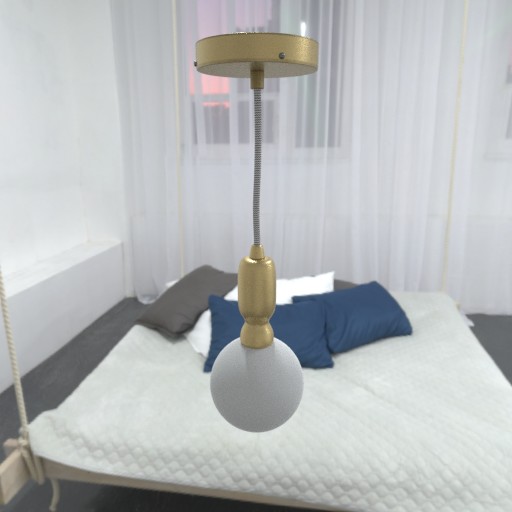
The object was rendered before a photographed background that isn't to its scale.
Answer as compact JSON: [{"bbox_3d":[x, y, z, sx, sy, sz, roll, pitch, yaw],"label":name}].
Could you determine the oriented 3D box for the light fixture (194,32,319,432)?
[{"bbox_3d":[0.000,0.000,0.586,0.146,0.510,0.147,-3,16,-10],"label":"light fixture"}]
